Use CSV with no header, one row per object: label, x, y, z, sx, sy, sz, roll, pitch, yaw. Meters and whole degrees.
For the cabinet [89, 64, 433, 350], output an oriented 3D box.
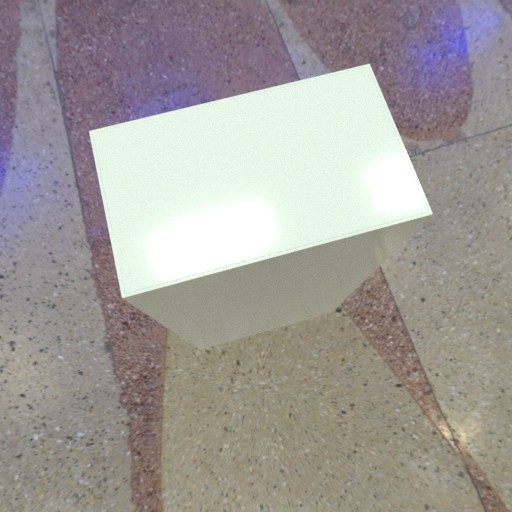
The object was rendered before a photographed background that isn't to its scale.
cabinet,0.000,0.000,2.337,0.980,1.920,0.580,-15,74,-4
